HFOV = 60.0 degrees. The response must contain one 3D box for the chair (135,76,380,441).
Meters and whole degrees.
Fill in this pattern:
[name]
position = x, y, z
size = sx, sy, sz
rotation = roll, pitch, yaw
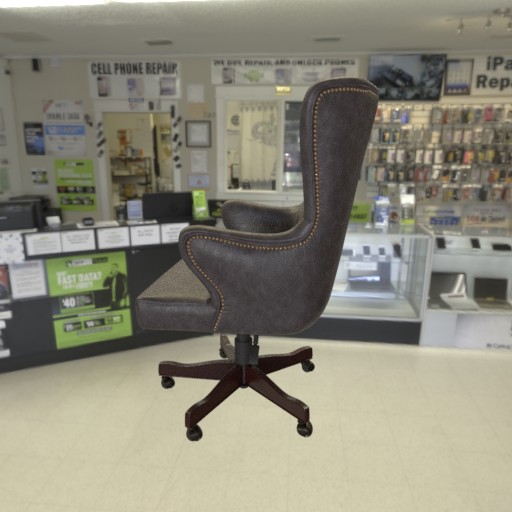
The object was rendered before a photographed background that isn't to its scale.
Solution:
[chair]
position = 0.000, 0.000, 1.460
size = 0.717, 1.037, 0.594
rotation = 2, 15, 8
